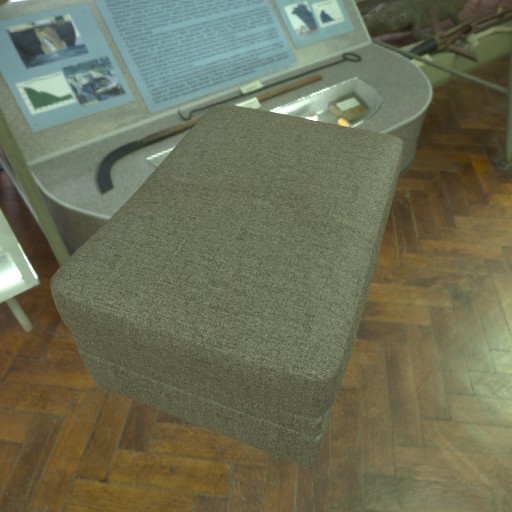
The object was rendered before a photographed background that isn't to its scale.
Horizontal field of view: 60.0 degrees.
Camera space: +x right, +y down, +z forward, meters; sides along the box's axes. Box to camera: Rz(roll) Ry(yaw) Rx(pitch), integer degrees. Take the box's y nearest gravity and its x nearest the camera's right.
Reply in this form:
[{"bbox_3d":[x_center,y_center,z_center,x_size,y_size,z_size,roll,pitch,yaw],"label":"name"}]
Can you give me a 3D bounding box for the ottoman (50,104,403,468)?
[{"bbox_3d":[0.000,0.000,1.241,0.637,0.478,0.885,15,48,15],"label":"ottoman"}]
